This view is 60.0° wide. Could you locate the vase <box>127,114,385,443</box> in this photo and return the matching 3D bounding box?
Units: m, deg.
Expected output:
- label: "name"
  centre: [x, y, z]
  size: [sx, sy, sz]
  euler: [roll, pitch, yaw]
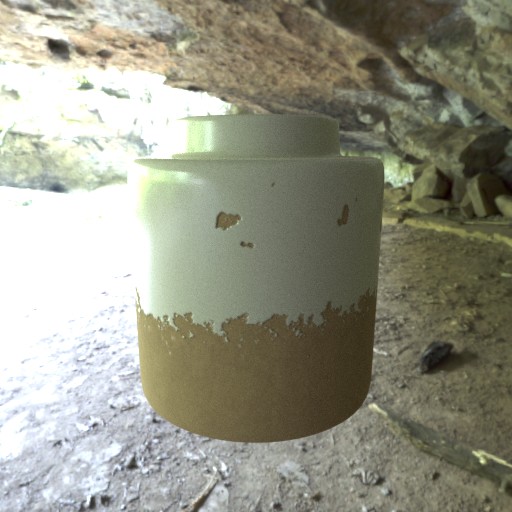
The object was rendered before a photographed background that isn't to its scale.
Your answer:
- label: "vase"
  centre: [0.000, 0.000, 0.285]
  size: [0.153, 0.167, 0.153]
  euler: [0, 14, 0]
